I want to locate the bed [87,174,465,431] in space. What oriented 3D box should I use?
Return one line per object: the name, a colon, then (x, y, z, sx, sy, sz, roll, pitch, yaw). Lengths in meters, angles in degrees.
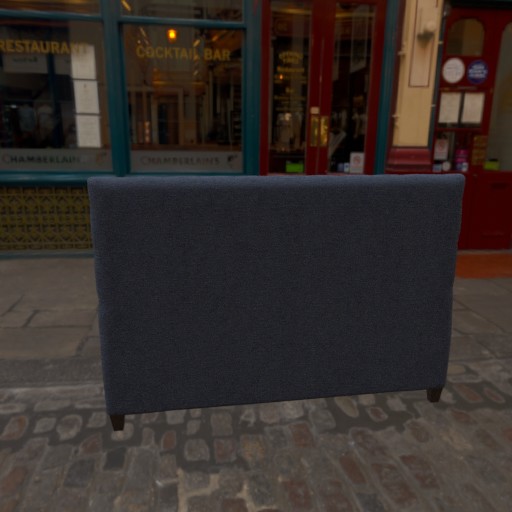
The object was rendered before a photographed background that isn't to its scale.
bed: (0.000, 0.000, 3.625, 2.078, 1.427, 2.387, -2, 14, -8)
